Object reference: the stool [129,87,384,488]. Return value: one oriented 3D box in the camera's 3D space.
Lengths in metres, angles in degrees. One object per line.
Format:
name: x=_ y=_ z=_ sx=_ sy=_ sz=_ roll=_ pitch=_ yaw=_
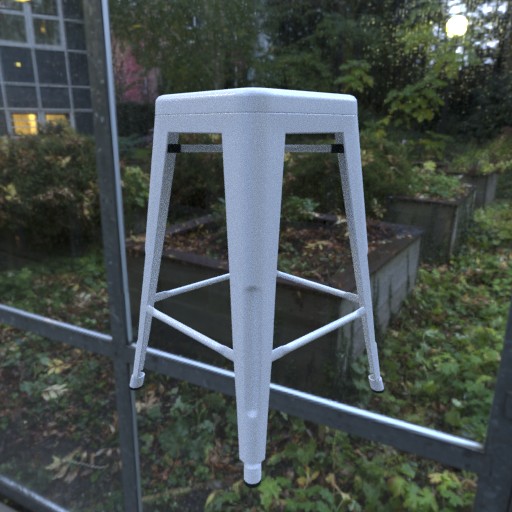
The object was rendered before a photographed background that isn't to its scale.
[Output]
stool: x=0.000 y=0.000 z=0.894 sx=0.406 sy=0.610 sz=0.406 roll=-15 pitch=22 yaw=-42
